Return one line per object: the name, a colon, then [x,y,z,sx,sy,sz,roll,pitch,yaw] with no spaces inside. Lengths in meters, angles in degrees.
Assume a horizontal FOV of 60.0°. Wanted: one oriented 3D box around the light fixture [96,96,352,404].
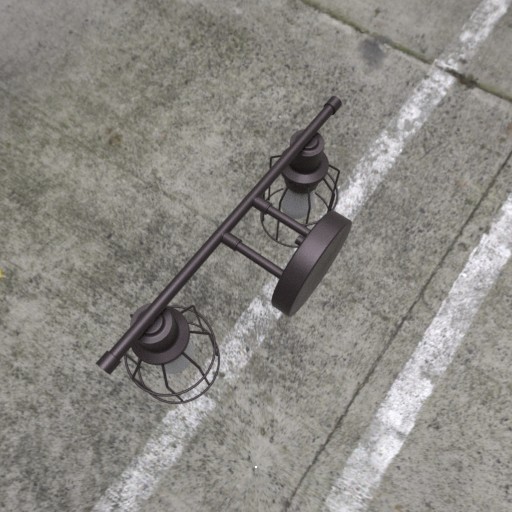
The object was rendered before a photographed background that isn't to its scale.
light fixture: [0.000,0.000,0.535,0.165,0.254,0.406,34,69,15]
